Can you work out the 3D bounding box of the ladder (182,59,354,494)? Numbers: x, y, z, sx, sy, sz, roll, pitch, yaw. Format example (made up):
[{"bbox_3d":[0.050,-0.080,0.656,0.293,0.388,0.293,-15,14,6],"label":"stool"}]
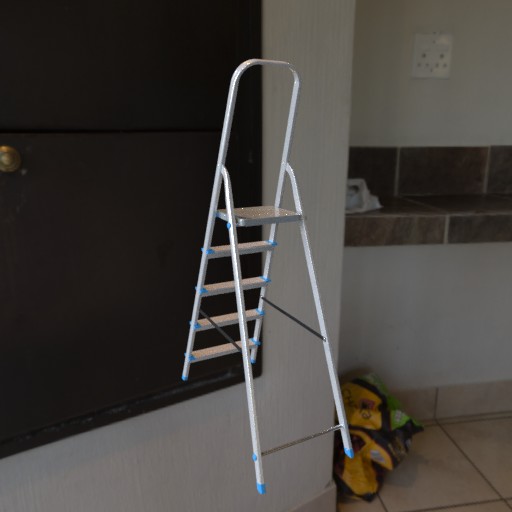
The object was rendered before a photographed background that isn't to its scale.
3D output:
[{"bbox_3d":[0.000,0.000,2.054,0.468,1.648,0.990,-8,17,-26],"label":"ladder"}]
